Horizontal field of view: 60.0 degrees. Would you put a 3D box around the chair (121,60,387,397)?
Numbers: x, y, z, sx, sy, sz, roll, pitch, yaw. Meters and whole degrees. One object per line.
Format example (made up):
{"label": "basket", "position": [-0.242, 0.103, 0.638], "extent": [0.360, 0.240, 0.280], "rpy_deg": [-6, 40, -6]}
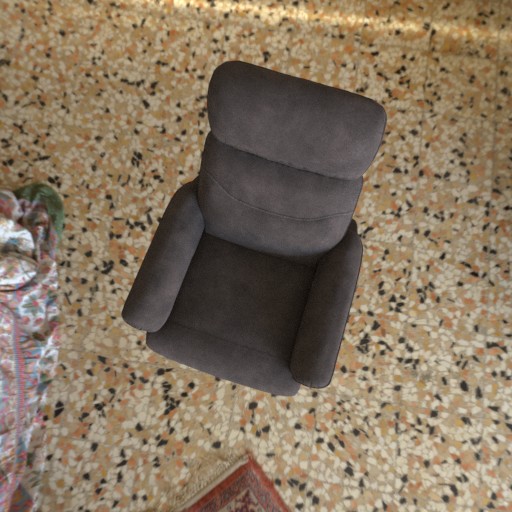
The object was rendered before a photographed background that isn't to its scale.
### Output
{"label": "chair", "position": [0.000, 0.000, 1.788], "extent": [0.830, 1.035, 1.009], "rpy_deg": [18, 78, 4]}
